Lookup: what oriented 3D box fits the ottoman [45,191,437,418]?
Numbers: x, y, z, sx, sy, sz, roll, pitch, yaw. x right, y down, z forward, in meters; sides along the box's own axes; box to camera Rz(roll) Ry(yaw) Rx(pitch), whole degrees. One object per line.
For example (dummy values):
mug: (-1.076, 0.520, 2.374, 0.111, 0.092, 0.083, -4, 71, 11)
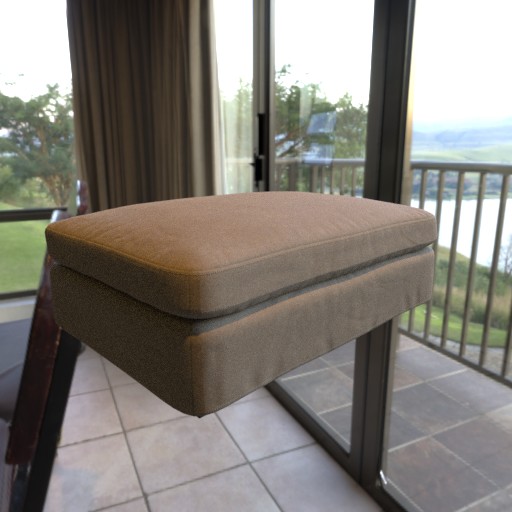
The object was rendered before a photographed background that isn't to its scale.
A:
ottoman: (0.000, 0.000, 1.600, 1.199, 0.429, 0.840, -13, 19, -43)
